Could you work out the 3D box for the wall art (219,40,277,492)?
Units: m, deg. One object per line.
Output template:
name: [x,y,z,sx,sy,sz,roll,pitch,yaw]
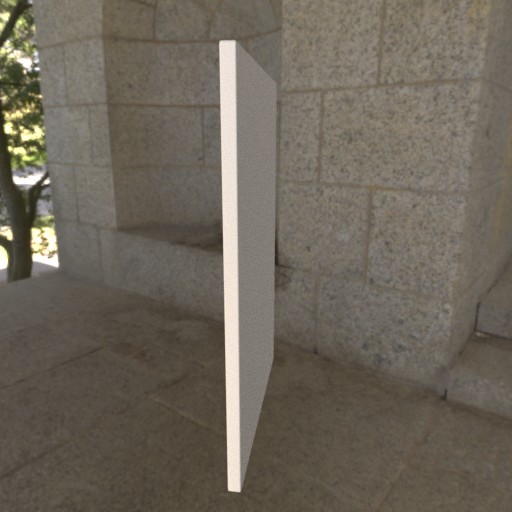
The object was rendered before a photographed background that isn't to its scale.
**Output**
wall art: [0.000,0.000,1.031,0.026,0.813,0.556,2,15,9]
